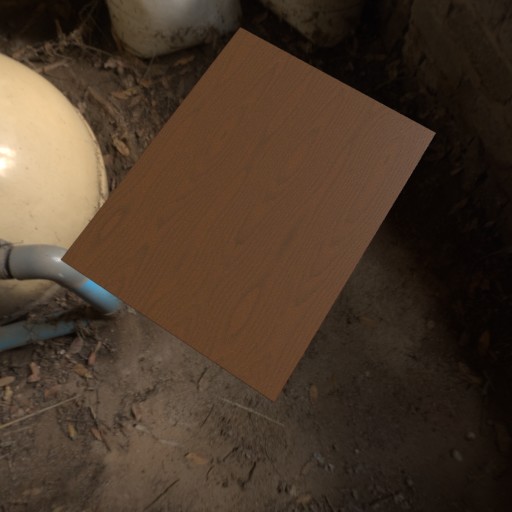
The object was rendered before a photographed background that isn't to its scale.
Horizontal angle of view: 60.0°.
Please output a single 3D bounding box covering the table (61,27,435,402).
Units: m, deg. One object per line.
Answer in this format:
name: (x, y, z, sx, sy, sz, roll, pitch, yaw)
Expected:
table: (0.000, 0.000, 0.827, 0.300, 0.599, 0.406, 32, 78, 8)
